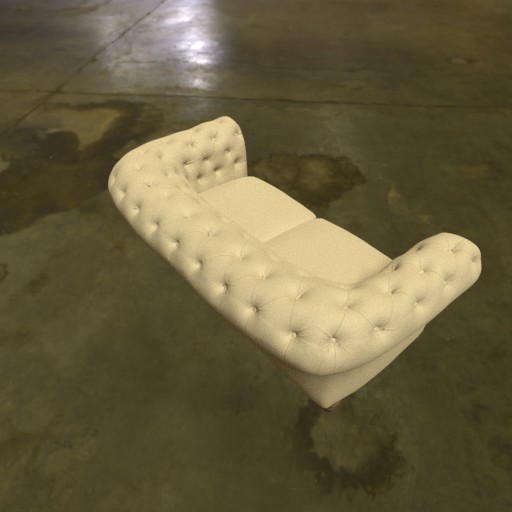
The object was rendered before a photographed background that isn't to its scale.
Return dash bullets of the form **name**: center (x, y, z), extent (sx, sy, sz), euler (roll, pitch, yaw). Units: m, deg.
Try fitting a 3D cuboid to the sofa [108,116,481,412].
- **sofa**: center (0.000, 0.000, 2.501), extent (1.069, 0.835, 1.988), euler (-28, 47, -29)
